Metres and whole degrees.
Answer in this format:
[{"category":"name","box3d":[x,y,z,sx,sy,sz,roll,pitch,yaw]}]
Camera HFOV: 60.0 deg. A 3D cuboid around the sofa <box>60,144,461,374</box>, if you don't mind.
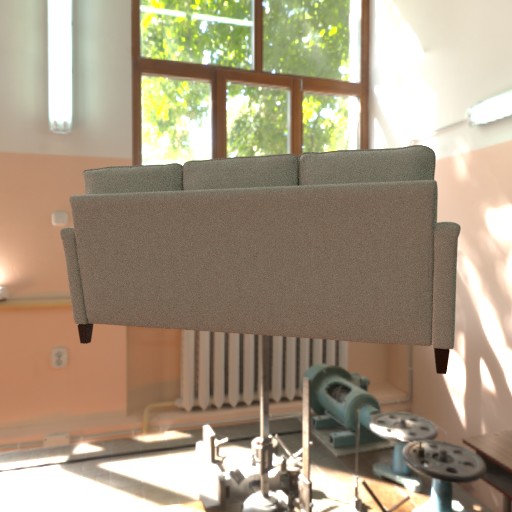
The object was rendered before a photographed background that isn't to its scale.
[{"category":"sofa","box3d":[0.000,0.000,2.379,1.925,0.961,0.828,0,2,18]}]
